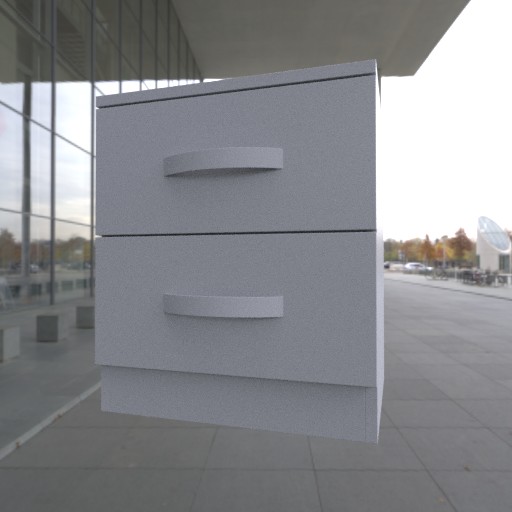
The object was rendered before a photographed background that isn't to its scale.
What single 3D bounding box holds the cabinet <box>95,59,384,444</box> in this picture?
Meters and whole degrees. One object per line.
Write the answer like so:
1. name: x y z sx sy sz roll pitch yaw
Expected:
1. cabinet: 0.000 0.000 0.739 0.400 0.470 0.360 0 -1 17
